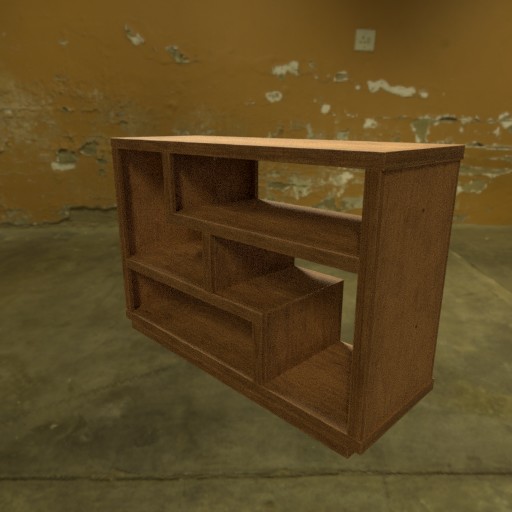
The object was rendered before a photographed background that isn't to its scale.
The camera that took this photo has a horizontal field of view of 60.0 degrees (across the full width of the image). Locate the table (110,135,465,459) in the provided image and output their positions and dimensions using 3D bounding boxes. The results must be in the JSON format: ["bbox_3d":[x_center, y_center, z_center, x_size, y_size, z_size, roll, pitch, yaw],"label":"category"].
[{"bbox_3d":[0.000,0.000,1.529,0.410,0.771,1.151,-16,23,-42],"label":"table"}]
